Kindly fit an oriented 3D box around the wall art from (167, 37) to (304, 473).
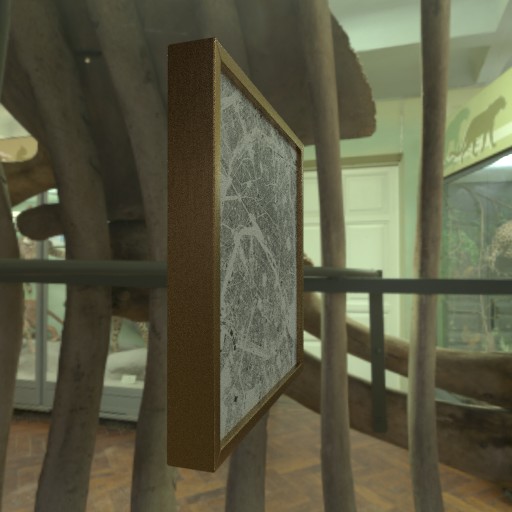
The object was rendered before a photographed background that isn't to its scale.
[{"bbox_3d":[0.000,0.000,0.460,0.037,0.305,0.305,0,-1,18],"label":"wall art"}]
